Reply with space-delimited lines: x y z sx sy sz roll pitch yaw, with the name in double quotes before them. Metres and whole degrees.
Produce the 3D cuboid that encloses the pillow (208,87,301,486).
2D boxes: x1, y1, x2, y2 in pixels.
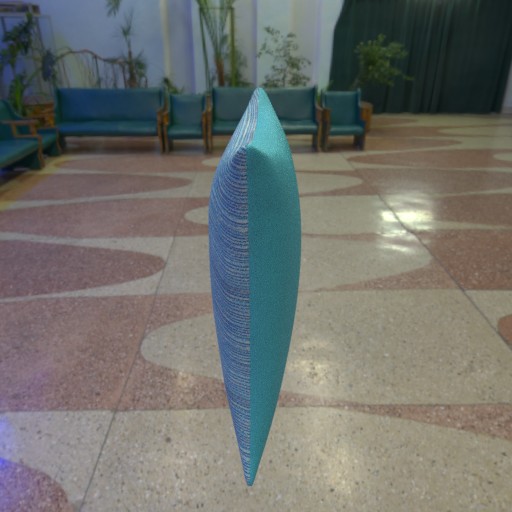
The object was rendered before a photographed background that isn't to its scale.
"pillow" 0.000 0.000 0.763 0.150 0.497 0.514 1 26 2
